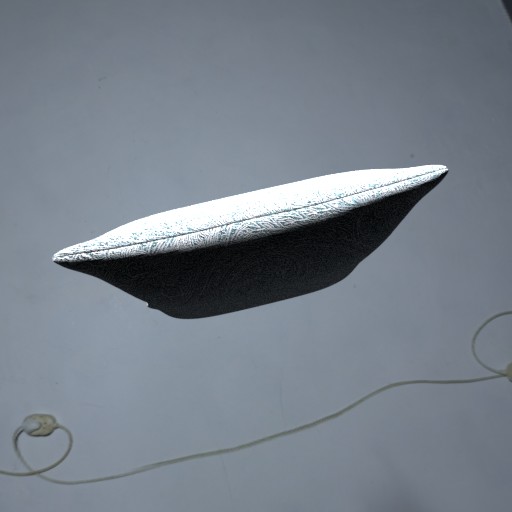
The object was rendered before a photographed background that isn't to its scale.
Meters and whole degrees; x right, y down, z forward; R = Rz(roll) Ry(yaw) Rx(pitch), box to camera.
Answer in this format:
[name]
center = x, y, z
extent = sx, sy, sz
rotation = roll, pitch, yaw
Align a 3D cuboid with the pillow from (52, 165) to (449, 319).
[pillow]
center = 0.000, 0.000, 0.812
extent = 0.526, 0.507, 0.166
rotation = -13, 76, -3
